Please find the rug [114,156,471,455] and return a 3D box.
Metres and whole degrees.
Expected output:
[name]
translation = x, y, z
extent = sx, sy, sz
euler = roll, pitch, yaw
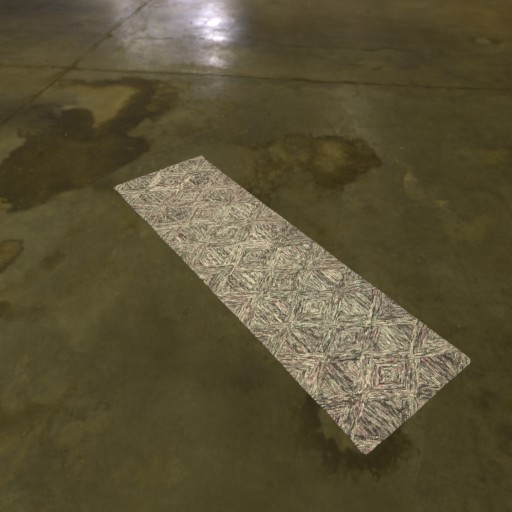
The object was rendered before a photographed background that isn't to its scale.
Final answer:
[rug]
translation = 0.000, 0.000, 2.516
extent = 0.719, 0.013, 2.305
euler = -27, 49, -27
